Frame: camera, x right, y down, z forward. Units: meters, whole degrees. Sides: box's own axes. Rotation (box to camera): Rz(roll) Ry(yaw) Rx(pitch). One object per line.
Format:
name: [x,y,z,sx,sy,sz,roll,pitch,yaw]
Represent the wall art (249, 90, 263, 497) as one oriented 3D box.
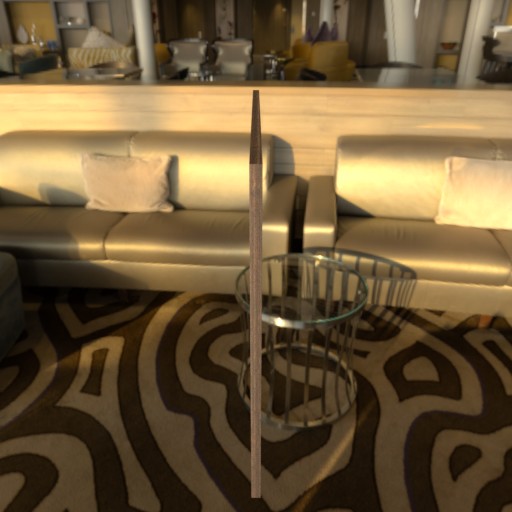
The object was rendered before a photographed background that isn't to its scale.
wall art: [0.000,0.000,1.407,0.023,0.875,1.033,0,27,0]
